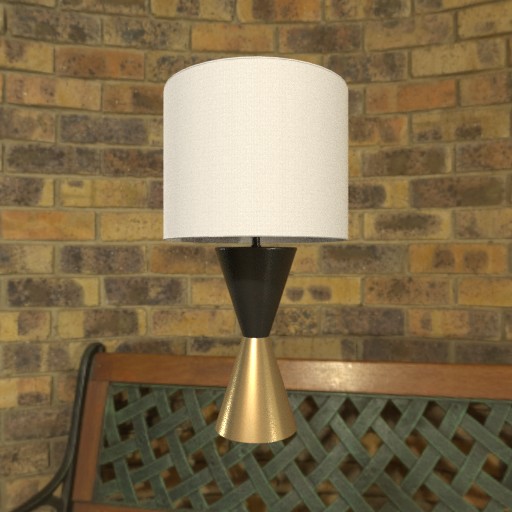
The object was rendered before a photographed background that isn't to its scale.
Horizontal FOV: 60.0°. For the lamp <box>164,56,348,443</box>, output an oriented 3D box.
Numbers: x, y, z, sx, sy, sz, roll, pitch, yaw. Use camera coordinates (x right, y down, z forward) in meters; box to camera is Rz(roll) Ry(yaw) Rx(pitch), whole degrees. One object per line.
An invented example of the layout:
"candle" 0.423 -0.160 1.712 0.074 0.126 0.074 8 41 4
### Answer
"lamp" 0.000 0.000 0.745 0.304 0.573 0.304 0 0 -19
